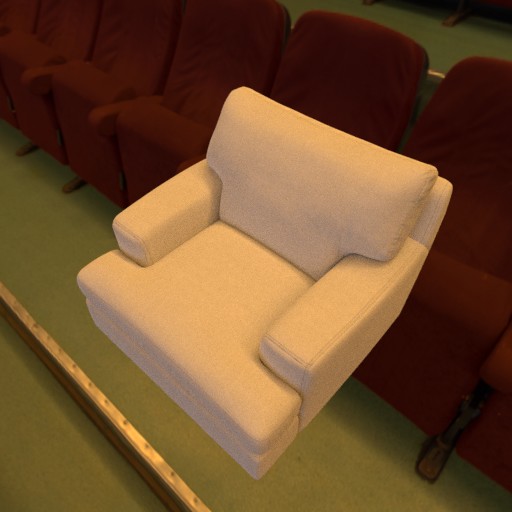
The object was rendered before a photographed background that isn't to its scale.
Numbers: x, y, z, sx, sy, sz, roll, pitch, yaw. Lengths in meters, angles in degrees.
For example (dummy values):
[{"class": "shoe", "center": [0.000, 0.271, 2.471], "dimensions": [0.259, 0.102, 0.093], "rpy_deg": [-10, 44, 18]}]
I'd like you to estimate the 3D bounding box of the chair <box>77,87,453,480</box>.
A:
[{"class": "chair", "center": [0.000, 0.000, 1.897], "dimensions": [1.140, 0.930, 1.158], "rpy_deg": [33, 55, 27]}]
